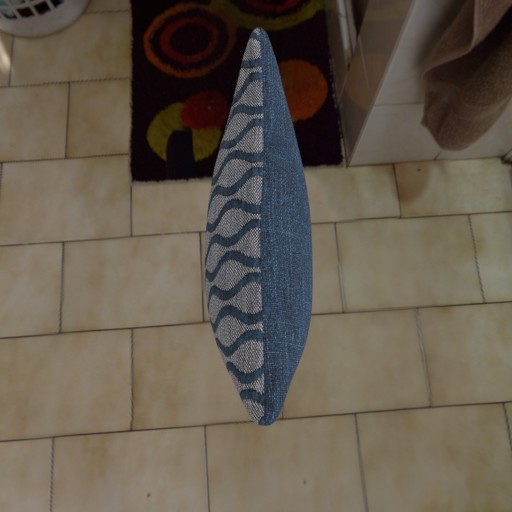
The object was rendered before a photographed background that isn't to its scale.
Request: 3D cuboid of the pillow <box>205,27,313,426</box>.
[{"bbox_3d":[0.000,0.000,0.659,0.159,0.435,0.435,-2,76,0],"label":"pillow"}]
